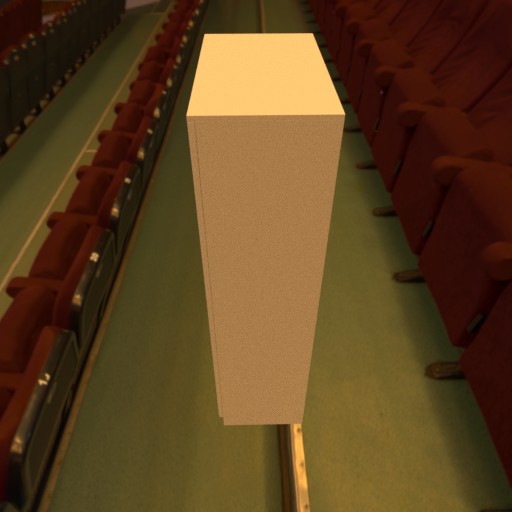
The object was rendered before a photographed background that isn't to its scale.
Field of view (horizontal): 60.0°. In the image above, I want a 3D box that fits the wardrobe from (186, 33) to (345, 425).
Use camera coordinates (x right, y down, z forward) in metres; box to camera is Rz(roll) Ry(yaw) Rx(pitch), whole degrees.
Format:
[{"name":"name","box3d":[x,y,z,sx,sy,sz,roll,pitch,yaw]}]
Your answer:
[{"name":"wardrobe","box3d":[0.000,0.000,2.051,0.470,1.700,0.760,-1,42,-1]}]
